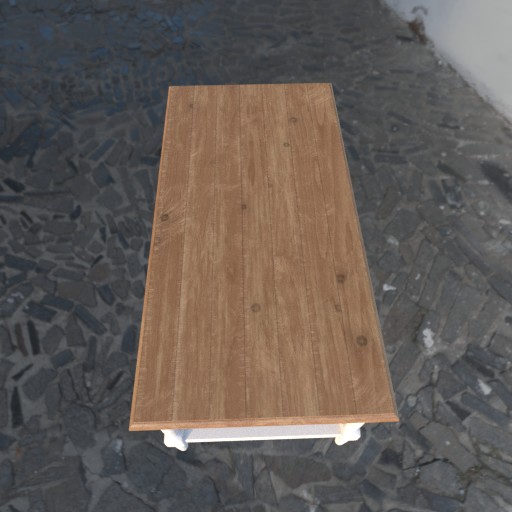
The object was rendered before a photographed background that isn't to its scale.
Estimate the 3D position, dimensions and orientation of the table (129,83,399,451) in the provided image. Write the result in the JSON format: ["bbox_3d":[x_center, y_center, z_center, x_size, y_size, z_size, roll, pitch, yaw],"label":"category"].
[{"bbox_3d":[0.000,0.000,1.400,0.559,0.458,1.118,-2,57,-1],"label":"table"}]
